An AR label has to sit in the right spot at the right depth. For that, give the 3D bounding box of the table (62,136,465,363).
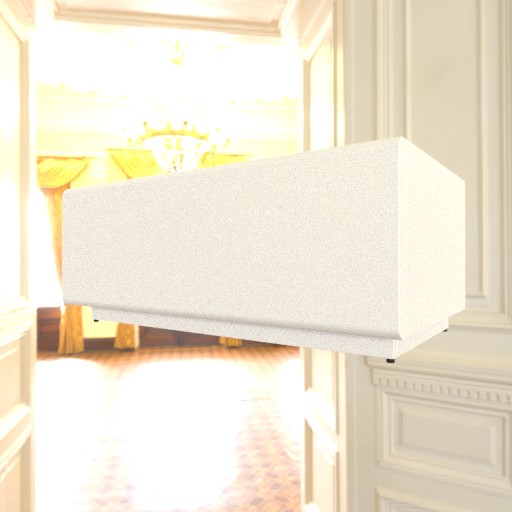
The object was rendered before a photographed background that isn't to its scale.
[{"bbox_3d":[0.000,0.000,1.386,1.097,0.442,0.639,0,0,35],"label":"table"}]
